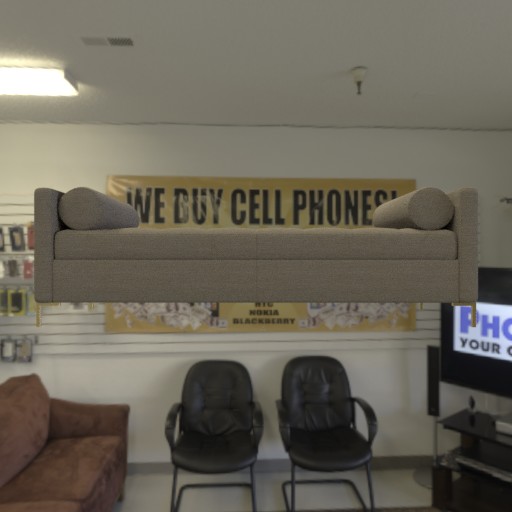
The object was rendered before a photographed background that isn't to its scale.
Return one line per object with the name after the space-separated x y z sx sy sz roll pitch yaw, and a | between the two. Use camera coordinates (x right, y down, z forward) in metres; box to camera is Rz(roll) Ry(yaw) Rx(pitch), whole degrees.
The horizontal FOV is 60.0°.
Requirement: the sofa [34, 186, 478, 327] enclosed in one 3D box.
0.000 0.000 2.306 1.981 0.635 0.686 0 0 0 | sofa
